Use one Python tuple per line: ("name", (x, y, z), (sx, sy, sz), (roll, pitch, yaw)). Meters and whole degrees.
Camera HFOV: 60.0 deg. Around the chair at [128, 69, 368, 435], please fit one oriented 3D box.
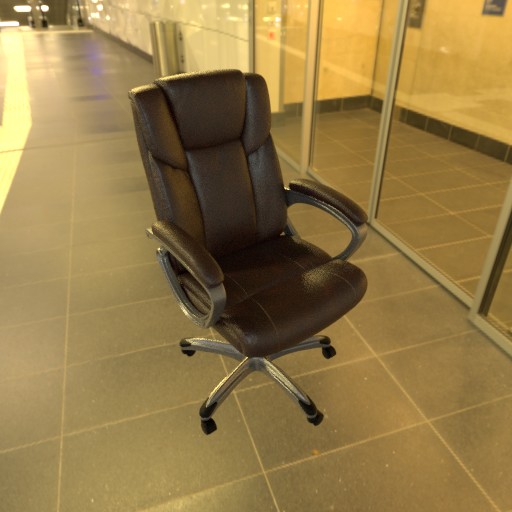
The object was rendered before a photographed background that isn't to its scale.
("chair", (0.000, 0.000, 1.540), (0.656, 1.128, 0.692), (-22, 38, -32))
